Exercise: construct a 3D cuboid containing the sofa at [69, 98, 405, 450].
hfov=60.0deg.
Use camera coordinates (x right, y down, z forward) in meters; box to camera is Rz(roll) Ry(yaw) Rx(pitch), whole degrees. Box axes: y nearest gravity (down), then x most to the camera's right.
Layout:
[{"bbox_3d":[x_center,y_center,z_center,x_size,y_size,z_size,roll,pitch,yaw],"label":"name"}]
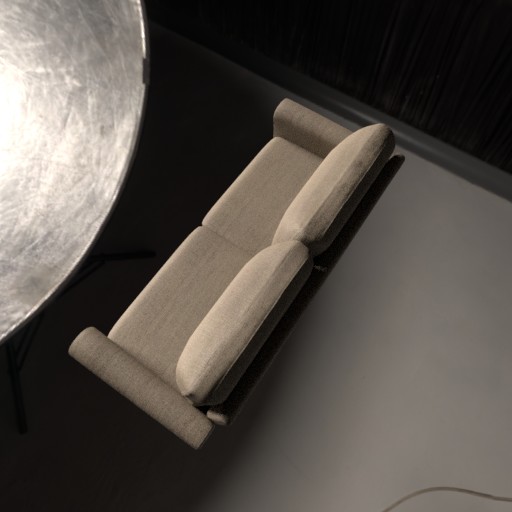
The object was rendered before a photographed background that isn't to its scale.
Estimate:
[{"bbox_3d":[0.000,0.000,2.443,0.842,0.942,1.935,31,68,14],"label":"sofa"}]
